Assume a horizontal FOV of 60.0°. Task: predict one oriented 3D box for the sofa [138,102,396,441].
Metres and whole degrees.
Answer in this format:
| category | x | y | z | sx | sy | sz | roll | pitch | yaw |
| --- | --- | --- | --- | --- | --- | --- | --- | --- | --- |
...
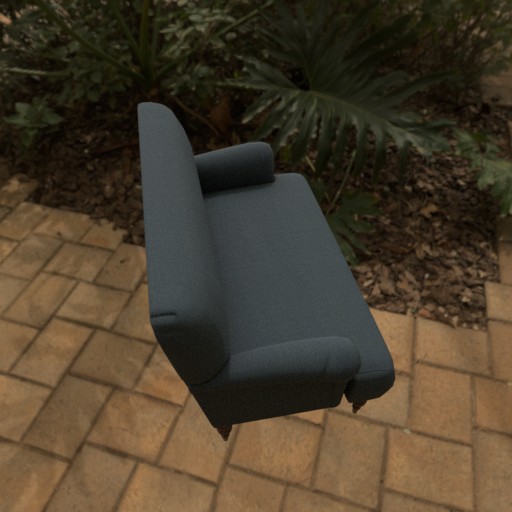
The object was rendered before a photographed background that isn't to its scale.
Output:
| category | x | y | z | sx | sy | sz | roll | pitch | yaw |
| --- | --- | --- | --- | --- | --- | --- | --- | --- | --- |
| sofa | 0.000 | 0.000 | 1.834 | 0.779 | 0.889 | 1.297 | -9 | 47 | -8 |
